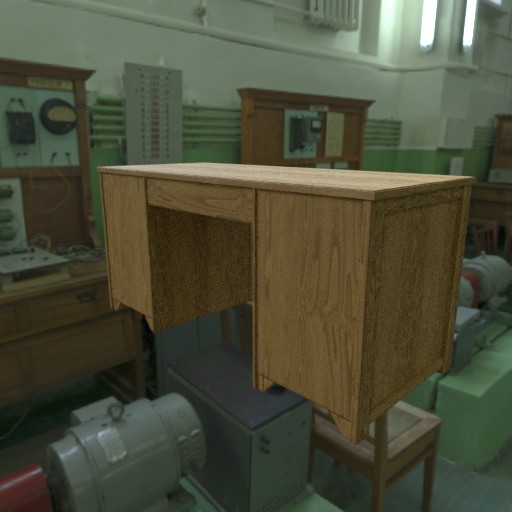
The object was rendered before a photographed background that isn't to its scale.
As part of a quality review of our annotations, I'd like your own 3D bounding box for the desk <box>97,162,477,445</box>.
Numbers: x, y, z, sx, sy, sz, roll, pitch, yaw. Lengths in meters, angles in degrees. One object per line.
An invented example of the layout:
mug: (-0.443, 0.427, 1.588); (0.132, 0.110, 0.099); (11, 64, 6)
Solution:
desk: (0.000, 0.000, 1.987); (0.685, 0.751, 1.567); (-14, 20, -42)
